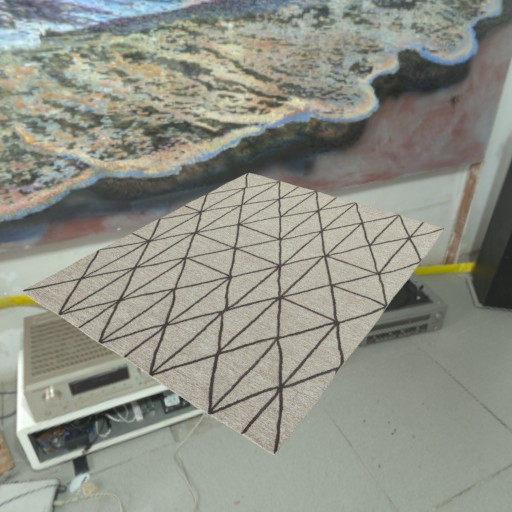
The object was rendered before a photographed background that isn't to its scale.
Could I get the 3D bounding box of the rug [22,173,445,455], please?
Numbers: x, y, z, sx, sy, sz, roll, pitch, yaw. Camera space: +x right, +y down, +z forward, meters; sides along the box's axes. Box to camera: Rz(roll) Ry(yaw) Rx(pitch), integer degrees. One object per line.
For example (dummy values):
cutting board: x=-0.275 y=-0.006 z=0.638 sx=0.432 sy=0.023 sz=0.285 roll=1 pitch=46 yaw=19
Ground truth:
rug: x=0.000 y=0.000 z=3.986 sx=2.468 sy=0.022 sz=3.061 roll=22 pitch=39 yaw=30
